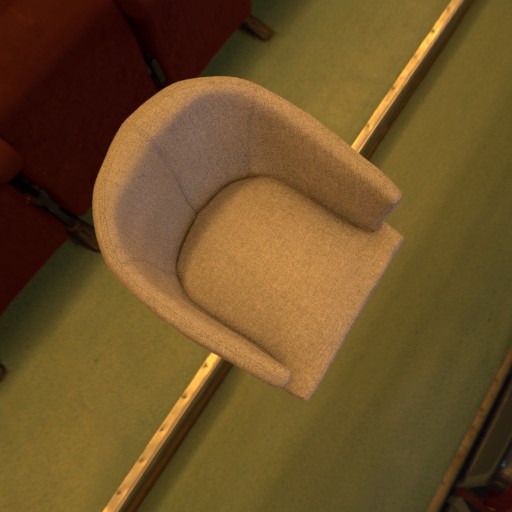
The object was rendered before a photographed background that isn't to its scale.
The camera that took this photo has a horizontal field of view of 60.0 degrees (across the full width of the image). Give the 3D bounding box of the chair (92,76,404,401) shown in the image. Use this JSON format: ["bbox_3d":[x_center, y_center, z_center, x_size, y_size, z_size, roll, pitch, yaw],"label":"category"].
[{"bbox_3d":[0.000,0.000,1.247,0.655,0.811,0.583,32,77,8],"label":"chair"}]
